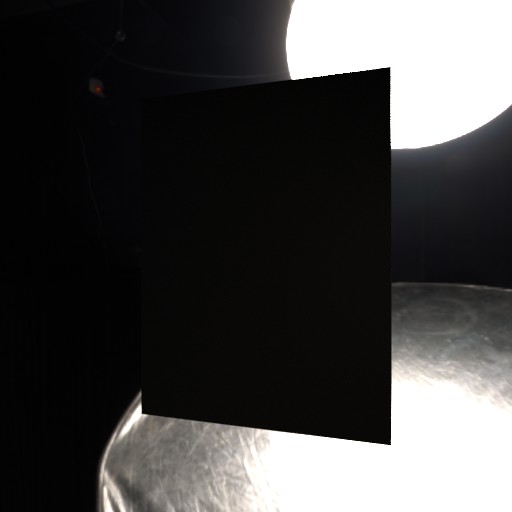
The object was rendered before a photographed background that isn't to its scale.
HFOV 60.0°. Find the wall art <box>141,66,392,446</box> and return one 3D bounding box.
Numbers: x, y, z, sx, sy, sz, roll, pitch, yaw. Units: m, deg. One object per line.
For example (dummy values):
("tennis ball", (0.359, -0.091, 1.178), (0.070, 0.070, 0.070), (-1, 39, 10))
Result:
("wall art", (0.000, 0.000, 0.756), (0.442, 0.582, 0.013), (0, 0, 18))
